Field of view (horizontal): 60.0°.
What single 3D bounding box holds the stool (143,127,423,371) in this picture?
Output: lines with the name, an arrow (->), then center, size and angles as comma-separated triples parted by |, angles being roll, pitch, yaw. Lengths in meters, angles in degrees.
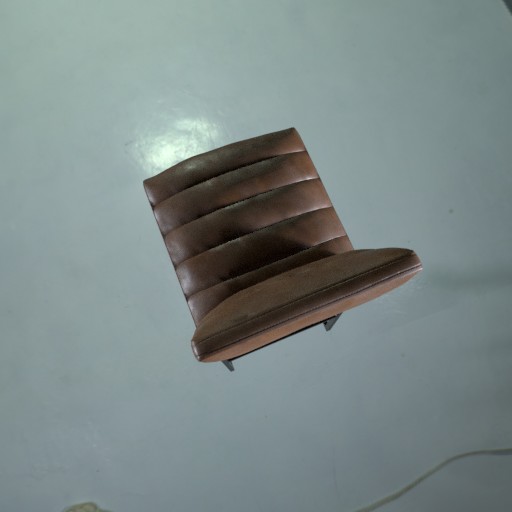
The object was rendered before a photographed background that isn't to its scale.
stool -> 0.000, 0.000, 1.343 | 0.463, 1.065, 0.562 | -22, 76, -6
